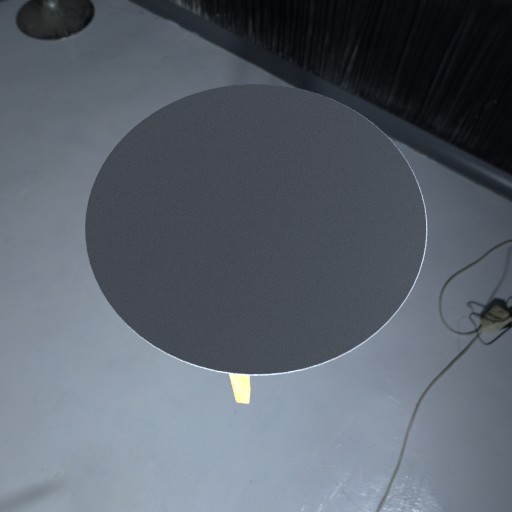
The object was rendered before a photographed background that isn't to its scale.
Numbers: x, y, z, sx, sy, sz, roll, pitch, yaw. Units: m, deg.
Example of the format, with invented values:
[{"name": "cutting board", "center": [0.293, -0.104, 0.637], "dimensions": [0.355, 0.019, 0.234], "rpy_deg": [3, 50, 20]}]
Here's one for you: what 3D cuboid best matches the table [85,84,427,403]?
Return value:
[{"name": "table", "center": [0.000, 0.000, 0.969], "dimensions": [0.600, 0.405, 0.600], "rpy_deg": [0, 63, 0]}]
